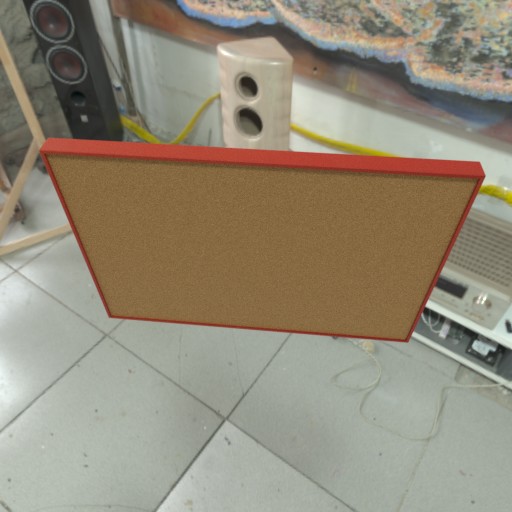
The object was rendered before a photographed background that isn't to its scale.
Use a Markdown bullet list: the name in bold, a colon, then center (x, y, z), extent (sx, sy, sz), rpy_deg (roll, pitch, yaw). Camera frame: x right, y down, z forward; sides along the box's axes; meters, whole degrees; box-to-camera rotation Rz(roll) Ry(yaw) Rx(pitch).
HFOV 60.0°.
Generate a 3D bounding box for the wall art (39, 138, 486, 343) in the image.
- **wall art**: center (0.000, 0.000, 0.758), extent (0.607, 0.405, 0.033), rpy_deg (4, 47, 4)
